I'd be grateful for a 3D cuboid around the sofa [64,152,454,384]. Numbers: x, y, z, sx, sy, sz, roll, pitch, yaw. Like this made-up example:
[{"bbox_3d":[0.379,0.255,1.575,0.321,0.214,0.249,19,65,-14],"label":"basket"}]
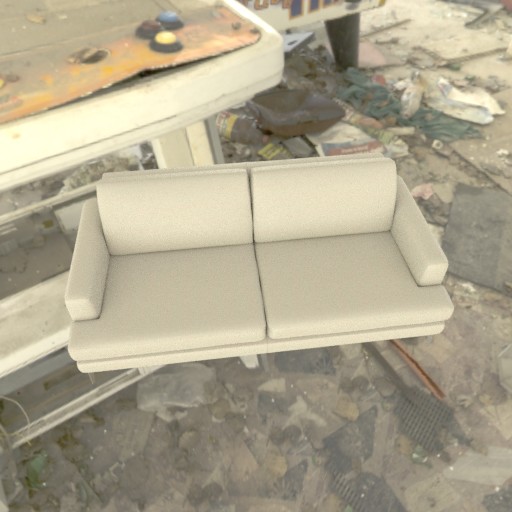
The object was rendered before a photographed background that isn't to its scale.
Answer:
[{"bbox_3d":[0.000,0.000,2.479,1.940,0.765,0.974,-5,48,-5],"label":"sofa"}]
